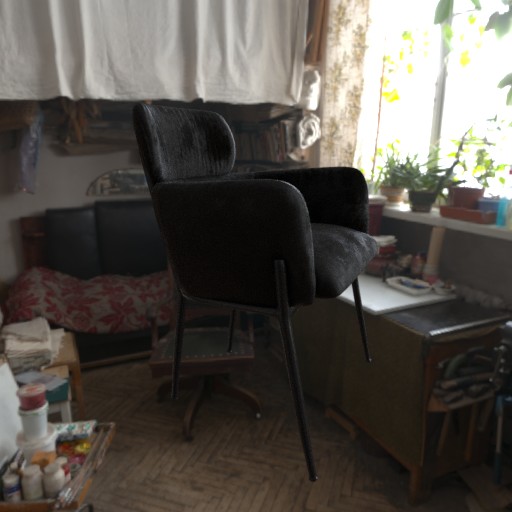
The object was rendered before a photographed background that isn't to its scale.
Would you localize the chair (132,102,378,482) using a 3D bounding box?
[{"bbox_3d":[0.000,0.000,1.248,0.604,0.818,0.640,7,16,24],"label":"chair"}]
